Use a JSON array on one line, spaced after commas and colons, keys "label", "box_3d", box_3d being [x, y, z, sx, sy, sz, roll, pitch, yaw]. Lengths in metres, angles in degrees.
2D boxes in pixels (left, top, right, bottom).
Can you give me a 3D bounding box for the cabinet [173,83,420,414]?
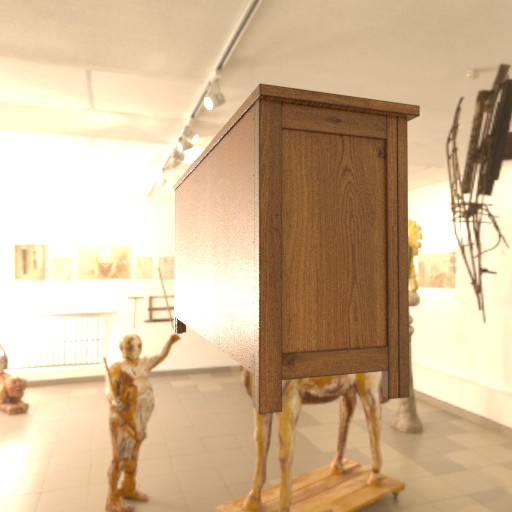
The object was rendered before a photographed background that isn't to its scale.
[{"label": "cabinet", "box_3d": [0.000, 0.000, 1.851, 0.480, 0.813, 1.474, 0, -1, -19]}]
